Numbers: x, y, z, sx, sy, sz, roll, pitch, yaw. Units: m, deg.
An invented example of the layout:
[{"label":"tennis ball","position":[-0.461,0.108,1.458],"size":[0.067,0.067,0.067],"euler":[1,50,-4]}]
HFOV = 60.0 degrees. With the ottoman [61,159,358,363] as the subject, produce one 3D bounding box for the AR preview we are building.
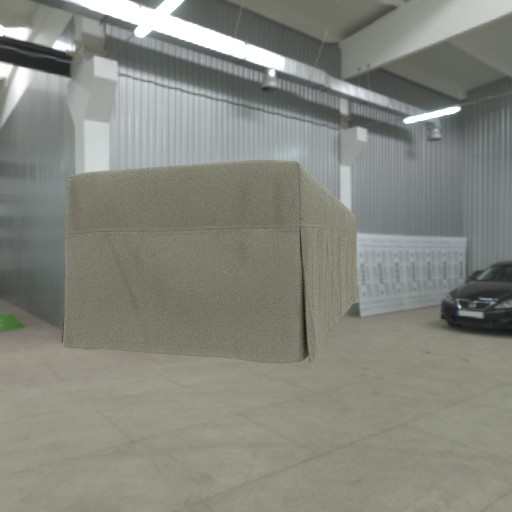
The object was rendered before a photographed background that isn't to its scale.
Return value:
[{"label":"ottoman","position":[0.000,0.000,1.678],"size":[0.665,0.457,1.388],"euler":[0,0,18]}]
